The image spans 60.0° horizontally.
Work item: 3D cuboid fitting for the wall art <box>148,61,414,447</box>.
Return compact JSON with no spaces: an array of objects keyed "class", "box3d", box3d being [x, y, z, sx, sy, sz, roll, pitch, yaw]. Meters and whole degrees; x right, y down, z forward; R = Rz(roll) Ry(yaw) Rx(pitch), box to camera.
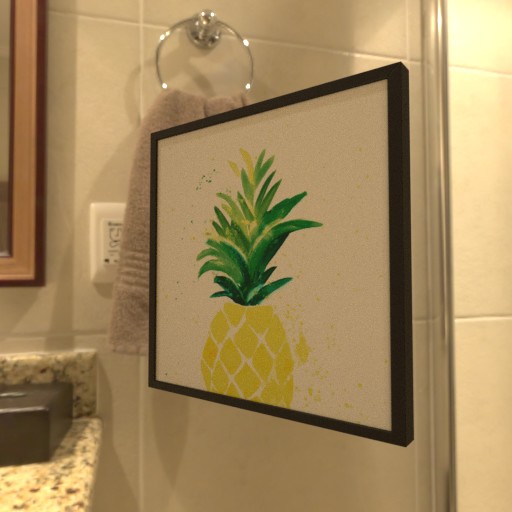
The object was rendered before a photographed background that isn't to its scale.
[{"class":"wall art","box3d":[0.000,0.000,0.747,0.508,0.507,0.033,-2,-3,37]}]
